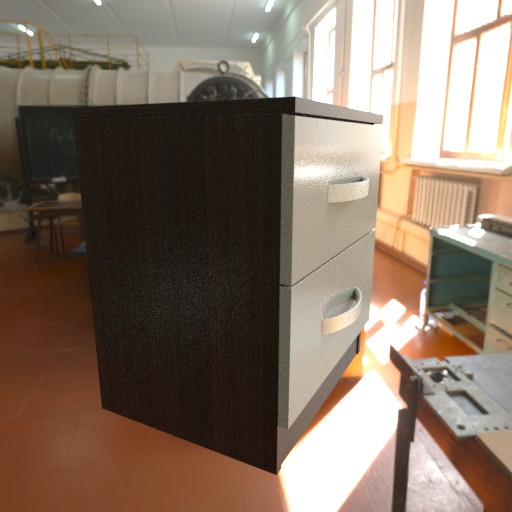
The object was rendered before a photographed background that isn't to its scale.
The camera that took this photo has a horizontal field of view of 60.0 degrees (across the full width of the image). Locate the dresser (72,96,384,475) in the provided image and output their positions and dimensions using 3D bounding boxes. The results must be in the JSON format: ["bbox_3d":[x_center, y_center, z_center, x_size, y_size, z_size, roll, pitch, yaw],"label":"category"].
[{"bbox_3d":[0.000,0.000,0.757,0.360,0.470,0.400,8,17,27],"label":"dresser"}]
